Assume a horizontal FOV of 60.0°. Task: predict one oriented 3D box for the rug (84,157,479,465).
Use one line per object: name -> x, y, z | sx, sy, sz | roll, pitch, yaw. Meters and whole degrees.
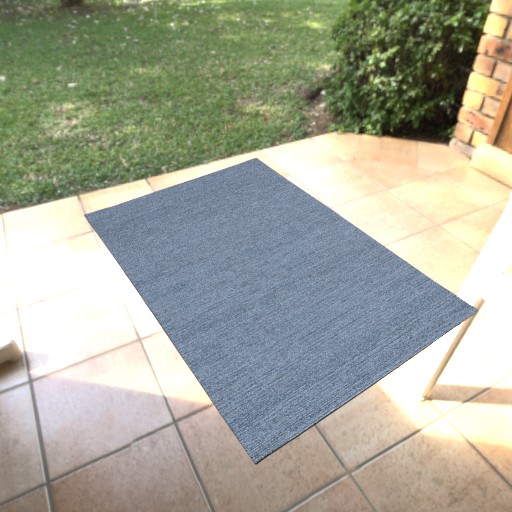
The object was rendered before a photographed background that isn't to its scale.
rug -> 0.000, 0.000, 3.013 | 1.616, 0.030, 2.338 | -24, 45, -26
